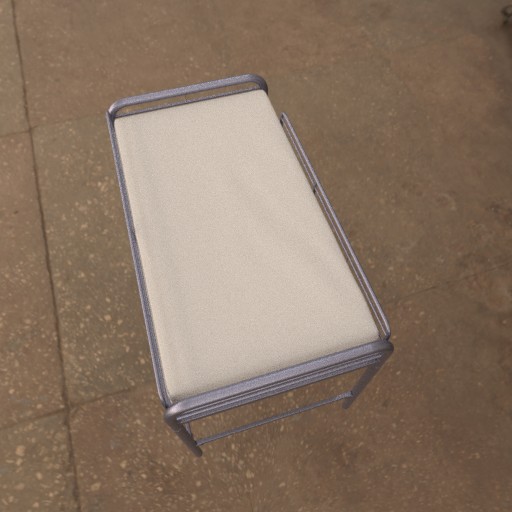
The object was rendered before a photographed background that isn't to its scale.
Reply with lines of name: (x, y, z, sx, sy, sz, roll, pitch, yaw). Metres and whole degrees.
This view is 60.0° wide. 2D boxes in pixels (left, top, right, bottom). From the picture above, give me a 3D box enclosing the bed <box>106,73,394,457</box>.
bed: (0.000, 0.000, 2.915, 1.415, 1.288, 1.965, -15, 60, -9)
